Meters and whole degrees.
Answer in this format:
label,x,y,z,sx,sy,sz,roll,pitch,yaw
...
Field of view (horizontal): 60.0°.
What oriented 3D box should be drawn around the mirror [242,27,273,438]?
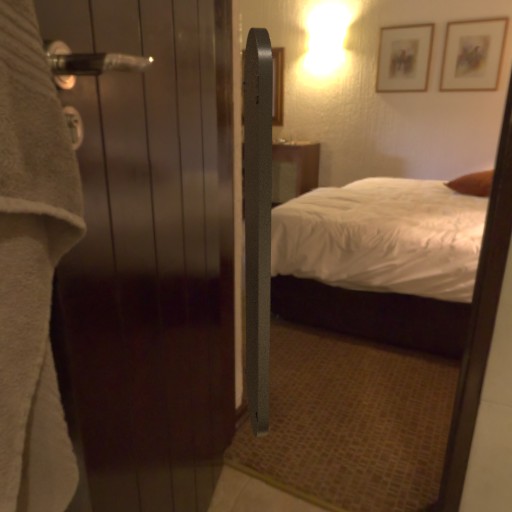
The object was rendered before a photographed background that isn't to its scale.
label,x,y,z,sx,sy,sz,roll,pitch,yaw
mirror,0.000,0.000,1.071,0.032,0.991,0.222,-3,18,-8
